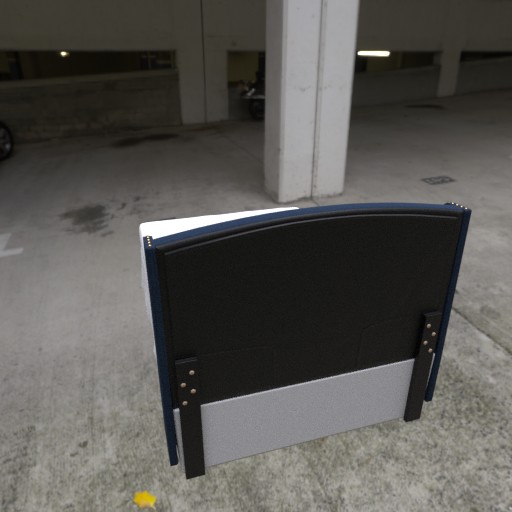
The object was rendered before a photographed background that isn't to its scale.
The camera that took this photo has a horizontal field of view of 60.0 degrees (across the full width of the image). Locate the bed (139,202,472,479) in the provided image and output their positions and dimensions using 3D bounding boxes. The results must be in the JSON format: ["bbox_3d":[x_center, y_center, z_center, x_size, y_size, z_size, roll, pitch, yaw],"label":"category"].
[{"bbox_3d":[0.000,0.000,3.177,1.604,1.402,2.223,-7,26,-15],"label":"bed"}]
